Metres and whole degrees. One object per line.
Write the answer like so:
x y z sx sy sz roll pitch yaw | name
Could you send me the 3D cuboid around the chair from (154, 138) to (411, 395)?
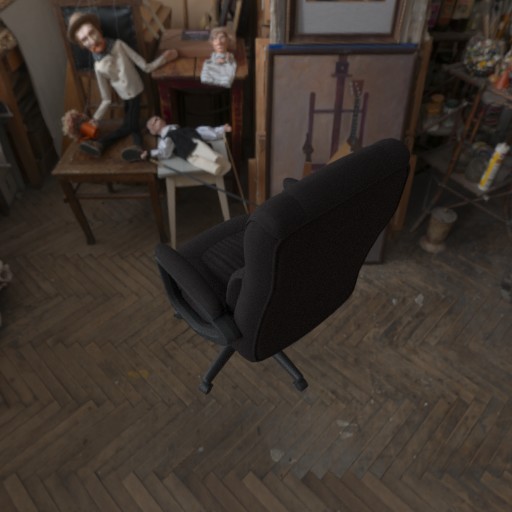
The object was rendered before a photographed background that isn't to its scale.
0.000 0.000 1.585 0.667 1.105 0.724 -31 54 -26 | chair
